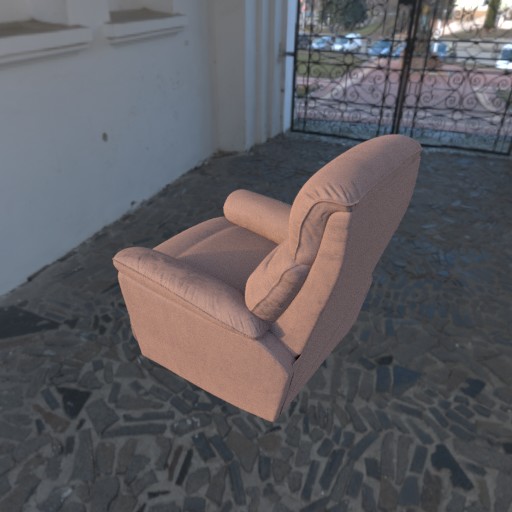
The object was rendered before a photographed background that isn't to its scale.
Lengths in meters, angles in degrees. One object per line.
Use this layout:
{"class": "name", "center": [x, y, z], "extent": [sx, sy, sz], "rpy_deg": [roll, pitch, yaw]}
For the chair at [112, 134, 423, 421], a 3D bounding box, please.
{"class": "chair", "center": [0.000, 0.000, 1.787], "extent": [1.004, 1.037, 0.820], "rpy_deg": [20, 37, 30]}
